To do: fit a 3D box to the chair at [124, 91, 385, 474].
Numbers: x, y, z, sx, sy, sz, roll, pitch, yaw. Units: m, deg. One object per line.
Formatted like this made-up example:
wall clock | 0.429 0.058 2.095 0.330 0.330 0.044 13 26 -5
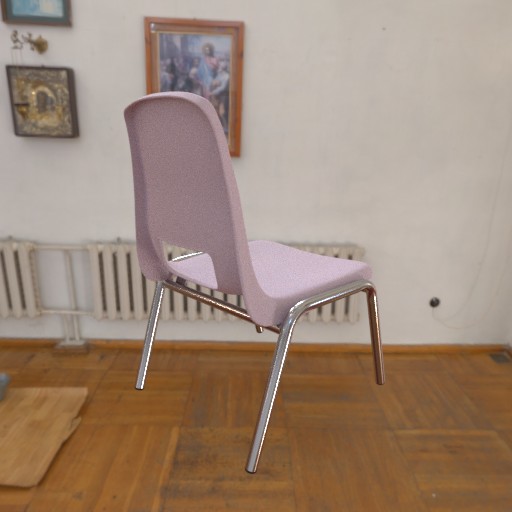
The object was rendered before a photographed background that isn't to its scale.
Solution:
chair | 0.000 0.000 0.802 0.354 0.536 0.385 15 21 43
